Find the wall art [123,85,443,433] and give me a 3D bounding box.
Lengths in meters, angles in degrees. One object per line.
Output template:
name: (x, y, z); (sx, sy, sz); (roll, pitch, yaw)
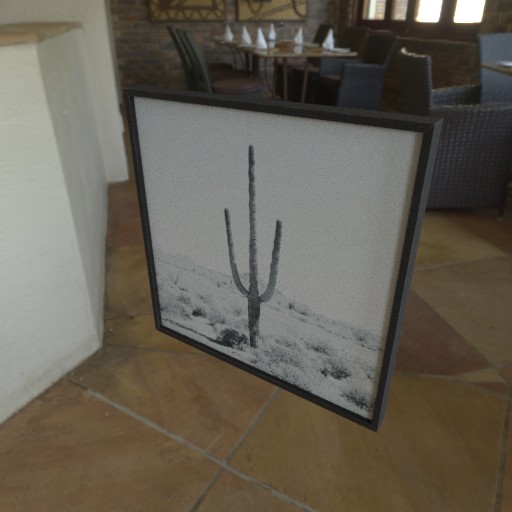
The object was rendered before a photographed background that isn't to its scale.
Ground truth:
wall art: (0.000, 0.000, 0.758); (0.508, 0.508, 0.038); (17, 33, 29)
